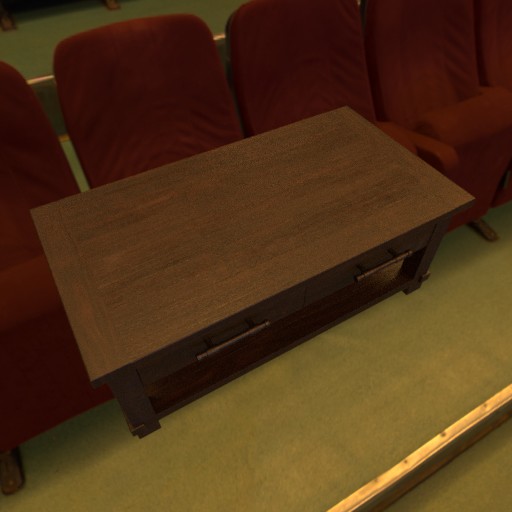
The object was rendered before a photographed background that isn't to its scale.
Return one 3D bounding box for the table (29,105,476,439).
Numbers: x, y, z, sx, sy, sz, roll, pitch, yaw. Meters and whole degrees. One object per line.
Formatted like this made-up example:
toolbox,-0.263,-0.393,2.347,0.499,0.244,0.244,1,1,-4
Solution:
table,0.000,0.000,1.602,1.270,0.494,0.700,-23,52,-20
